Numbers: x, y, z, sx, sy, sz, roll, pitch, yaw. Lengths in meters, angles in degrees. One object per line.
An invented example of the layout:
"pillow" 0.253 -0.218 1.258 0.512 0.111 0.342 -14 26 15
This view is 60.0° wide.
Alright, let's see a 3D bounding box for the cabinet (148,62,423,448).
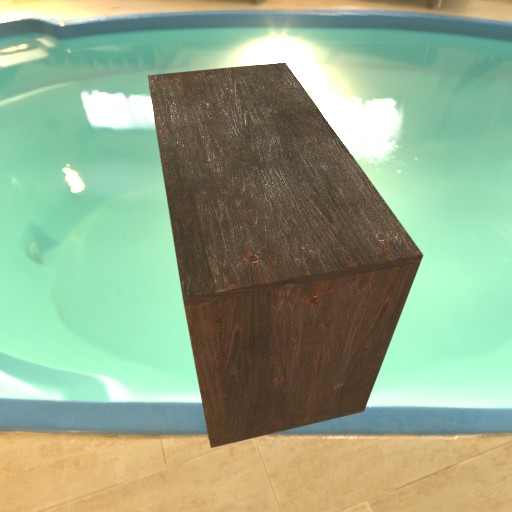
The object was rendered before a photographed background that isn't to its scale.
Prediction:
"cabinet" 0.000 0.000 1.544 0.529 0.897 1.023 -10 46 -9
